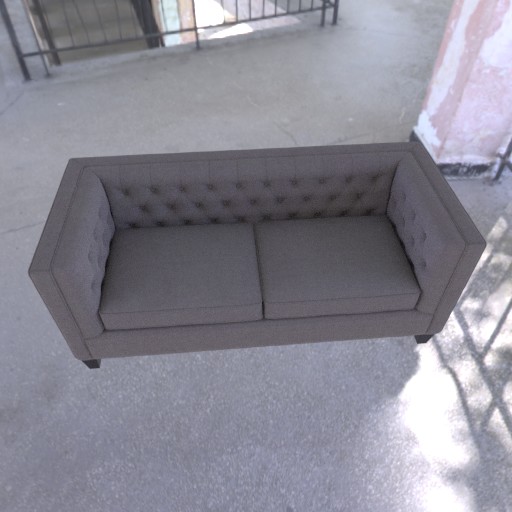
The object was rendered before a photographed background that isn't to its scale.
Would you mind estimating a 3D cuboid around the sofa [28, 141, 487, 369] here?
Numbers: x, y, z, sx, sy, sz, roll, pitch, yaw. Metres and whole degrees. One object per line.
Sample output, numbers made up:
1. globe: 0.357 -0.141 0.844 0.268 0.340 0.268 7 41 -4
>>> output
1. sofa: 0.000 0.000 2.231 1.778 0.762 0.775 -4 46 -3
